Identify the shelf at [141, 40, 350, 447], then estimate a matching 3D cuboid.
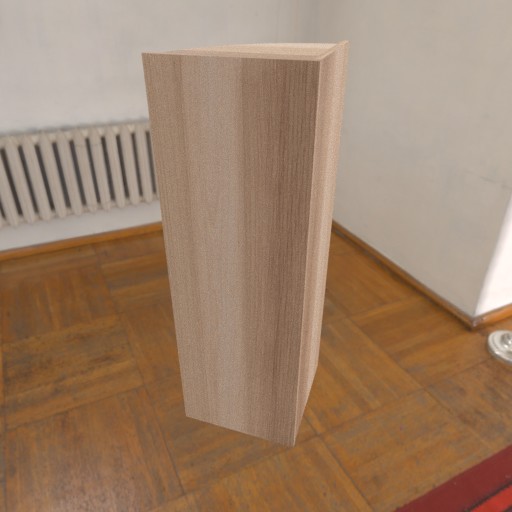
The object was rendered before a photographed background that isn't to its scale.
[{"bbox_3d":[0.000,0.000,1.014,0.290,0.872,0.290,10,33,16],"label":"shelf"}]
